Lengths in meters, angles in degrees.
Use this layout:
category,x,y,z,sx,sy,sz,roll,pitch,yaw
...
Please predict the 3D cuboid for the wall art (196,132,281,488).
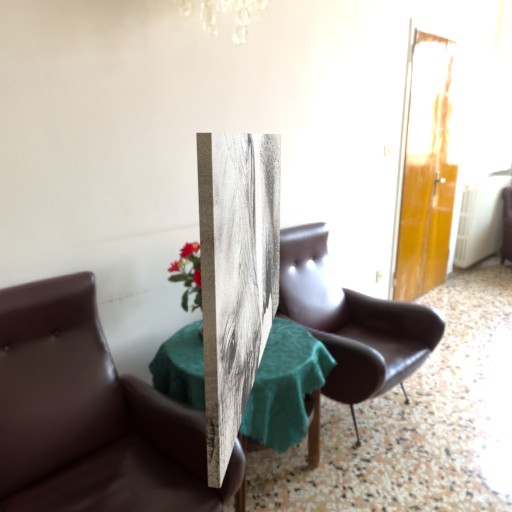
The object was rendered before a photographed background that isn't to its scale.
category,x,y,z,sx,sy,sz,roll,pitch,yaw
wall art,0.000,0.000,1.143,0.023,0.607,0.914,2,15,9
